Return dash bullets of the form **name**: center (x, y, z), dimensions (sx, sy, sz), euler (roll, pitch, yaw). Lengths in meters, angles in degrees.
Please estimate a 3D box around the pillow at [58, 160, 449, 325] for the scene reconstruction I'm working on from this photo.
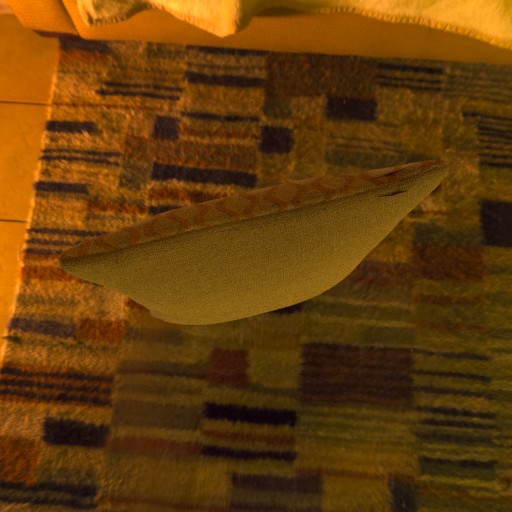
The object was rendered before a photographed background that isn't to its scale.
- **pillow**: center (0.000, 0.000, 0.673), dimensions (0.429, 0.436, 0.159), euler (-16, 77, -4)
